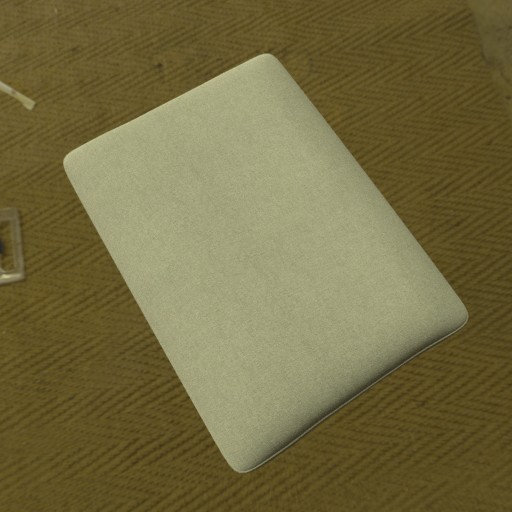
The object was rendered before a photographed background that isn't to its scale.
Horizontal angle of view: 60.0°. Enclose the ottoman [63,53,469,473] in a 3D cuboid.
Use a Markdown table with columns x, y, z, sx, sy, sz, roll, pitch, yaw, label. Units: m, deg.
| x | y | z | sx | sy | sz | roll | pitch | yaw | label |
| --- | --- | --- | --- | --- | --- | --- | --- | --- | --- |
| 0.000 | 0.000 | 1.041 | 0.549 | 0.428 | 0.749 | -31 | 76 | -8 | ottoman |
